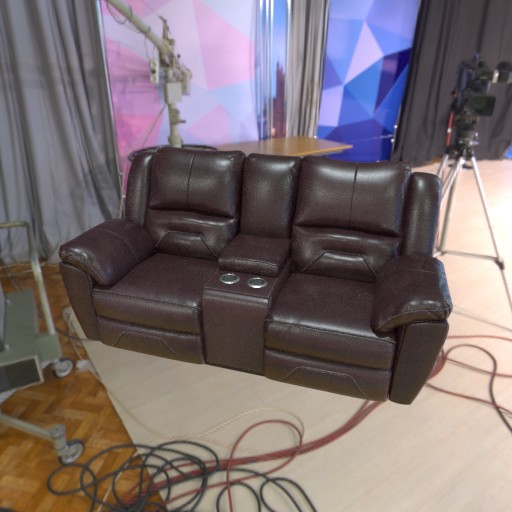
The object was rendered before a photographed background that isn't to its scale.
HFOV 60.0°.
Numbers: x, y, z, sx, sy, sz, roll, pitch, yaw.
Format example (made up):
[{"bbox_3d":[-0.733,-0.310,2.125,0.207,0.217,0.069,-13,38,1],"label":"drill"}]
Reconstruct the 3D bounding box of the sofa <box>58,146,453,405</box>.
[{"bbox_3d":[0.000,0.000,2.593,2.058,1.043,0.991,8,27,15],"label":"sofa"}]
